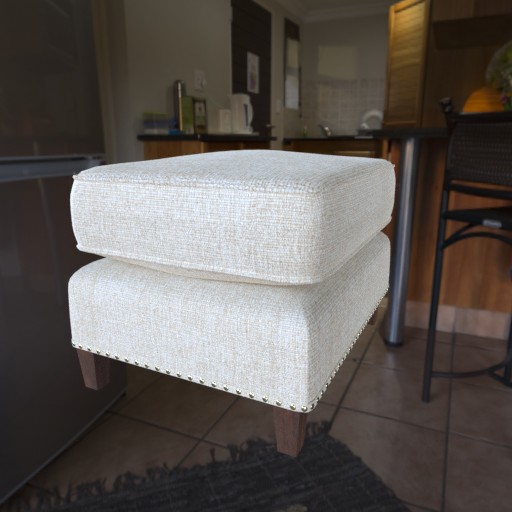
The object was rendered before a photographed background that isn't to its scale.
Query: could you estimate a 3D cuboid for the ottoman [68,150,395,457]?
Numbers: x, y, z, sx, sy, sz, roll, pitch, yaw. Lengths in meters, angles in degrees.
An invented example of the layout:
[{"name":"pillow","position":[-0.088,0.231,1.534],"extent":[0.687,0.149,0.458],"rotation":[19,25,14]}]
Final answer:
[{"name":"ottoman","position":[0.000,0.000,1.151],"extent":[0.589,0.537,0.738],"rotation":[8,17,26]}]
